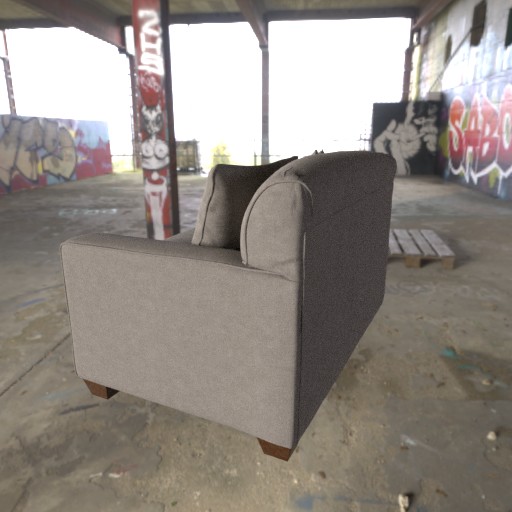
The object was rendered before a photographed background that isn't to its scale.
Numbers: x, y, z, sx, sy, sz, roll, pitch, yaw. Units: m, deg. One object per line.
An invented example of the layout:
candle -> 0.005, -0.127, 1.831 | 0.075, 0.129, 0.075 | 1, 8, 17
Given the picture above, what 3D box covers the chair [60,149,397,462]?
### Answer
chair -> 0.000, 0.000, 2.041 | 0.992, 0.953, 1.395 | 8, 17, 25
